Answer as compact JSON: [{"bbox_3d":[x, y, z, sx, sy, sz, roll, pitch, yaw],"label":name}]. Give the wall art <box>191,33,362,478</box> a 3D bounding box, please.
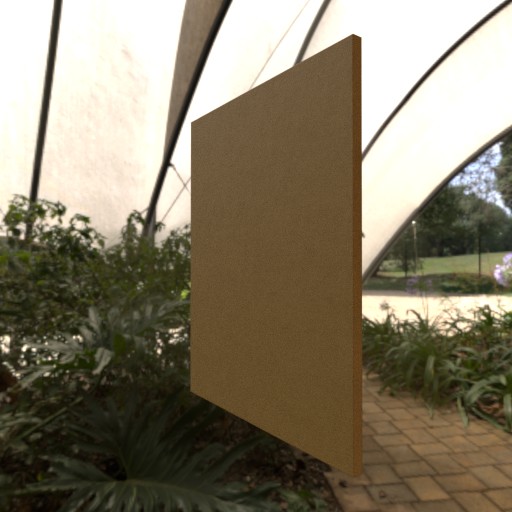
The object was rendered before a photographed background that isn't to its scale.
[{"bbox_3d":[0.000,0.000,1.333,0.030,1.002,0.798,0,-1,-35],"label":"wall art"}]
